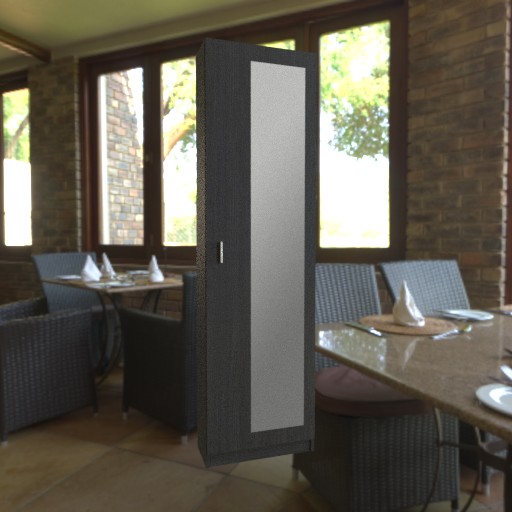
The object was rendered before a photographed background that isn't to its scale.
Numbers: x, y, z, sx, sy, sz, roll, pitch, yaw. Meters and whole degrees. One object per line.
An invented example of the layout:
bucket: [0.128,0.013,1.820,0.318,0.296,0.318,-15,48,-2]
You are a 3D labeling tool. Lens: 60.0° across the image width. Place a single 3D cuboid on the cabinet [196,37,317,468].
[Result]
cabinet: [0.000,0.000,2.005,0.500,1.790,0.230,-1,2,-18]
